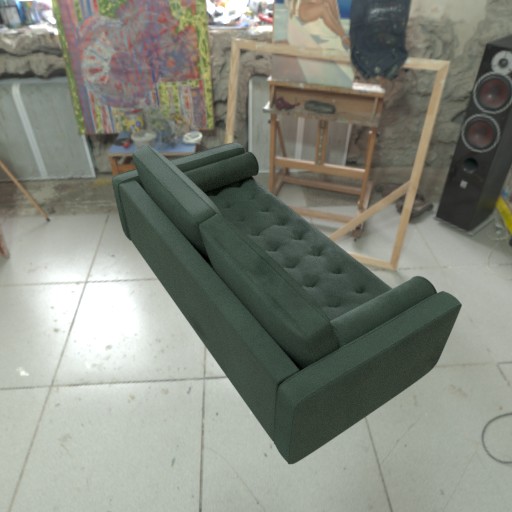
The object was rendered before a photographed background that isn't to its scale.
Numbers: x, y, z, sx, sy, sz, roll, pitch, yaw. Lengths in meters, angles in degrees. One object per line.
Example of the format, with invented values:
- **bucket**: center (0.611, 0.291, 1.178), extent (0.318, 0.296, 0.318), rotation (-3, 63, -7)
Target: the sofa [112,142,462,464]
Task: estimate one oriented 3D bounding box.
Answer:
- **sofa**: center (0.000, 0.000, 2.394), extent (0.916, 0.772, 1.880), rotation (-23, 45, -25)
